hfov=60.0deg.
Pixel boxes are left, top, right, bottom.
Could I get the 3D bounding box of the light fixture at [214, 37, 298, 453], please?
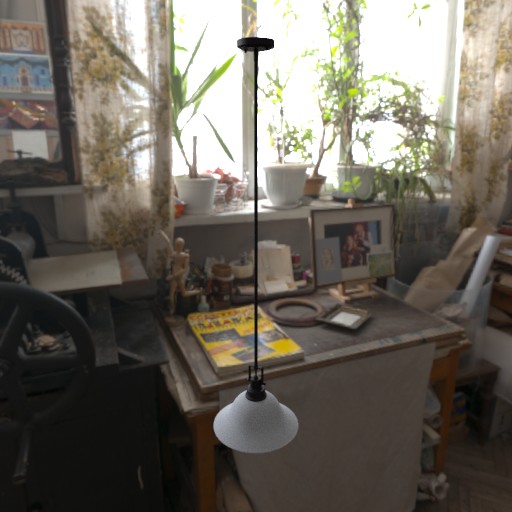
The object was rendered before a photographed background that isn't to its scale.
[{"bbox_3d":[0.000,0.000,1.508,0.324,1.337,0.324,9,18,27],"label":"light fixture"}]
